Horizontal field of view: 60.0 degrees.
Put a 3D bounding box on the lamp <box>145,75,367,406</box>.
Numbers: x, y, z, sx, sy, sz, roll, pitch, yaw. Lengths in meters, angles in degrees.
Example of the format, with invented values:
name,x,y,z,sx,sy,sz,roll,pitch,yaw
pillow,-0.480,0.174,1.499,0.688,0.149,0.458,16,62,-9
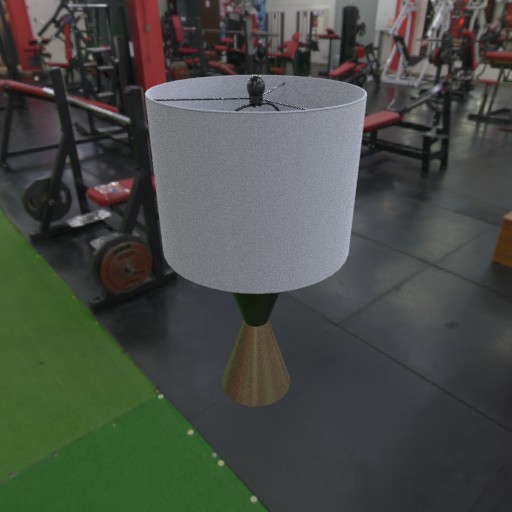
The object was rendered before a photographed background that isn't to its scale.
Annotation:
name,x,y,z,sx,sy,sz,roll,pitch,yaw
lamp,0.000,0.000,0.752,0.304,0.573,0.304,-21,36,-32
